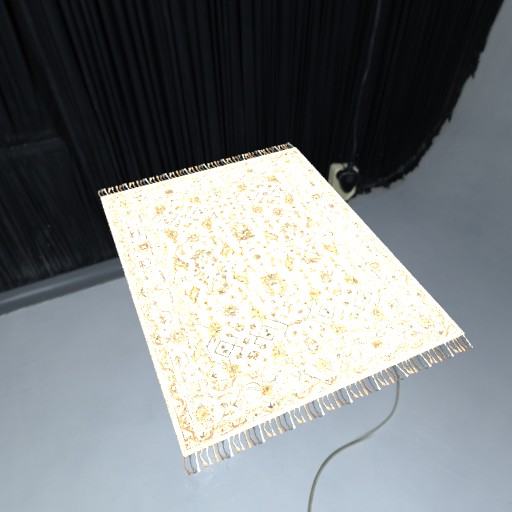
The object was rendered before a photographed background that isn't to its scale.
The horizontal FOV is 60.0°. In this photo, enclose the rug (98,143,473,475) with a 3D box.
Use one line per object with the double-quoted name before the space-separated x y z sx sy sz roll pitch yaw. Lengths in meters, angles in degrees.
"rug" 0.000 0.000 2.245 1.278 0.009 1.726 -18 49 -16
